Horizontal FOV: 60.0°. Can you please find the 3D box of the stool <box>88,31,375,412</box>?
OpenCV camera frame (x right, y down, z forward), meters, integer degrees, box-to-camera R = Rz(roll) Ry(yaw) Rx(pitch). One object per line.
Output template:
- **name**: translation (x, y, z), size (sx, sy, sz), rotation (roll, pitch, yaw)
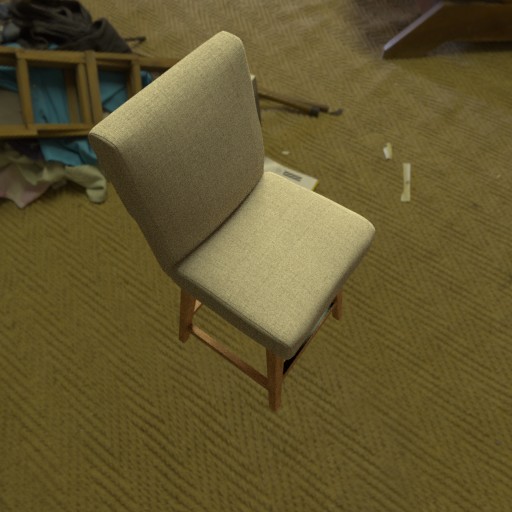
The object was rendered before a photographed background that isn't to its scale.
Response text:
- **stool**: translation (0.000, 0.000, 1.294), size (0.526, 1.010, 0.459), rotation (32, 64, 18)
